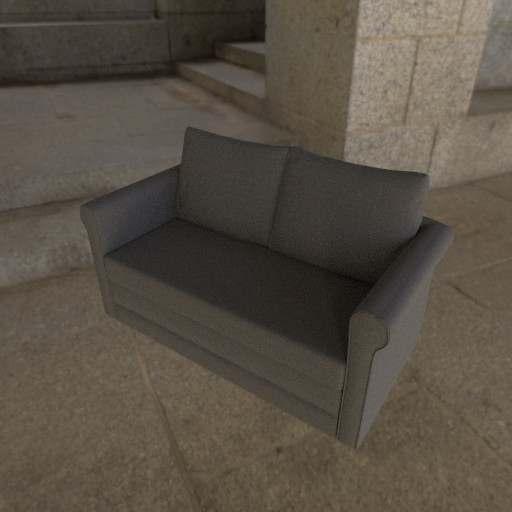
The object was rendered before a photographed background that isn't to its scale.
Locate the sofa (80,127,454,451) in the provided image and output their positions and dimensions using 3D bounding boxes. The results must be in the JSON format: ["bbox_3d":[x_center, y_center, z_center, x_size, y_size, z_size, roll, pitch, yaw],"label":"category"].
[{"bbox_3d":[0.000,0.000,1.989,1.460,0.872,0.741,20,36,29],"label":"sofa"}]
